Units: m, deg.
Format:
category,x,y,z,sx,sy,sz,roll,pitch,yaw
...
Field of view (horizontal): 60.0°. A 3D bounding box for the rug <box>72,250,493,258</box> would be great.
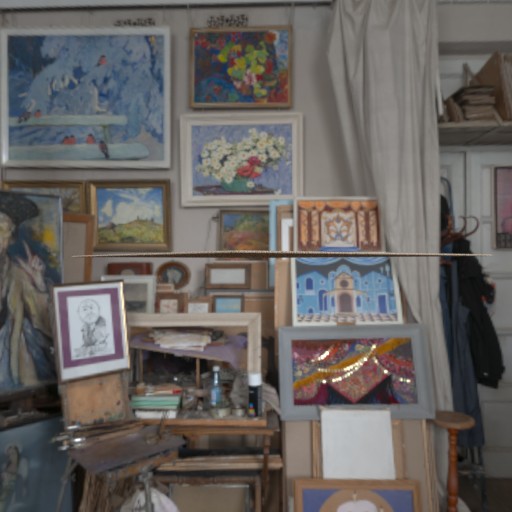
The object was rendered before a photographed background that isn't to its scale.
category,x,y,z,sx,sy,sz,roll,pitch,yaw
rug,0.000,0.000,3.966,2.439,0.013,3.048,0,-1,-36
